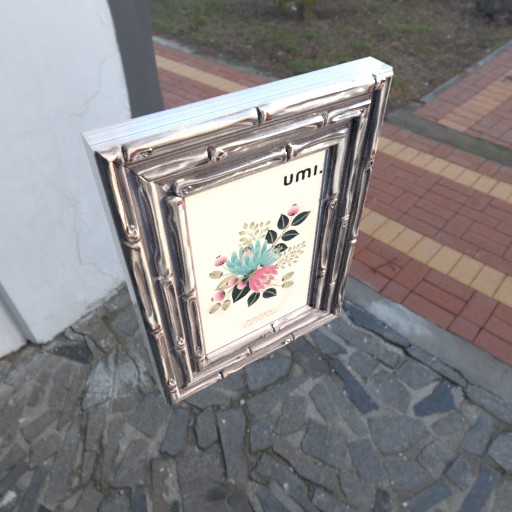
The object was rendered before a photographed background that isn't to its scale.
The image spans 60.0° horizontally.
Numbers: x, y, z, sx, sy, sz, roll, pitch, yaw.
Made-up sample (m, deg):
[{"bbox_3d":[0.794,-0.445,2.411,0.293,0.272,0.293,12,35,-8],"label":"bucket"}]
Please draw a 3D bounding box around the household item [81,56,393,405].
[{"bbox_3d":[0.000,0.000,0.291,0.165,0.216,0.025,-23,49,-22],"label":"household item"}]
